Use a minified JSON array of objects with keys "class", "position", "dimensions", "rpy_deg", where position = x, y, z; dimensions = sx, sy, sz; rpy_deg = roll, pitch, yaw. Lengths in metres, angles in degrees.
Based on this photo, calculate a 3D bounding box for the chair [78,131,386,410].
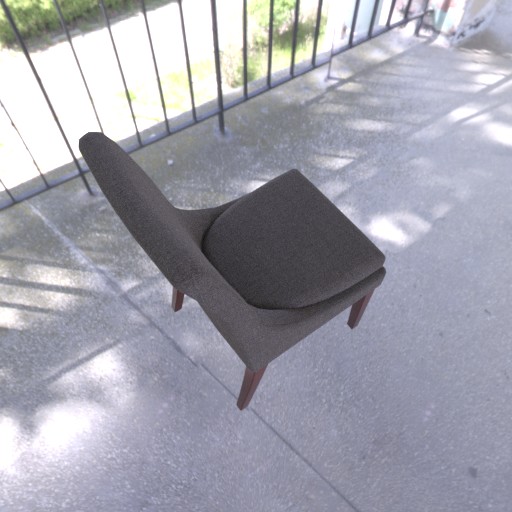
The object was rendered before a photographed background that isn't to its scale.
[{"class":"chair","position":[0.000,0.000,1.327],"dimensions":[0.655,0.952,0.508],"rpy_deg":[-31,62,-18]}]
